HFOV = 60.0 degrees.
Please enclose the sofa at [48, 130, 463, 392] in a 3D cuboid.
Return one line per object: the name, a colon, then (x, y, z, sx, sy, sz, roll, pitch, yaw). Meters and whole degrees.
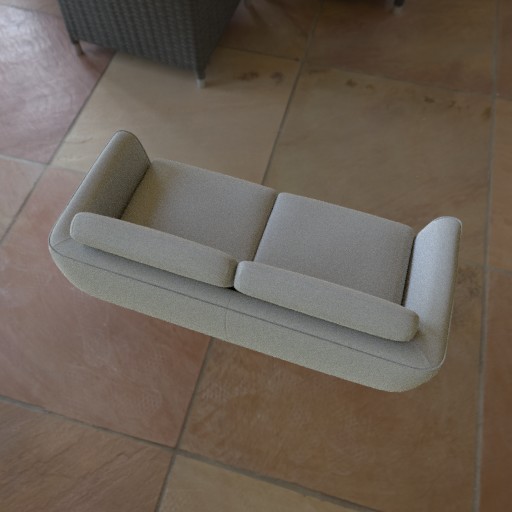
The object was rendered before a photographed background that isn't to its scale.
sofa: (0.000, 0.000, 2.407, 2.000, 0.850, 0.920, 17, 64, 8)
